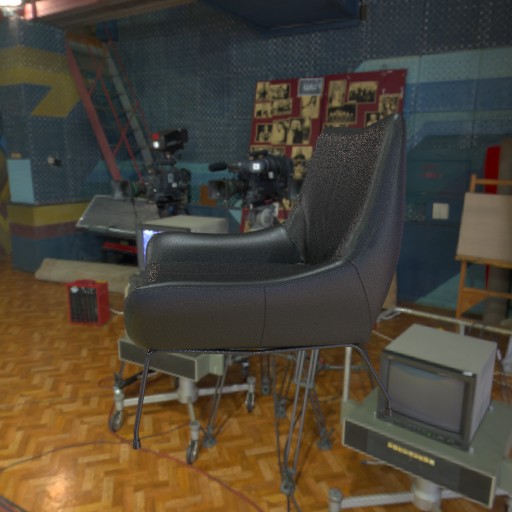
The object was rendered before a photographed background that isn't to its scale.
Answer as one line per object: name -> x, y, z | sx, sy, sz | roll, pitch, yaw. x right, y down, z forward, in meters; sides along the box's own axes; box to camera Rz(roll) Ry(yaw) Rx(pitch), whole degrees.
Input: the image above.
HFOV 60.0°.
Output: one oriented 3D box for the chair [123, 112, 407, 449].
chair -> 0.000, 0.000, 1.562 | 0.826, 0.922, 0.836 | -2, 13, -9
